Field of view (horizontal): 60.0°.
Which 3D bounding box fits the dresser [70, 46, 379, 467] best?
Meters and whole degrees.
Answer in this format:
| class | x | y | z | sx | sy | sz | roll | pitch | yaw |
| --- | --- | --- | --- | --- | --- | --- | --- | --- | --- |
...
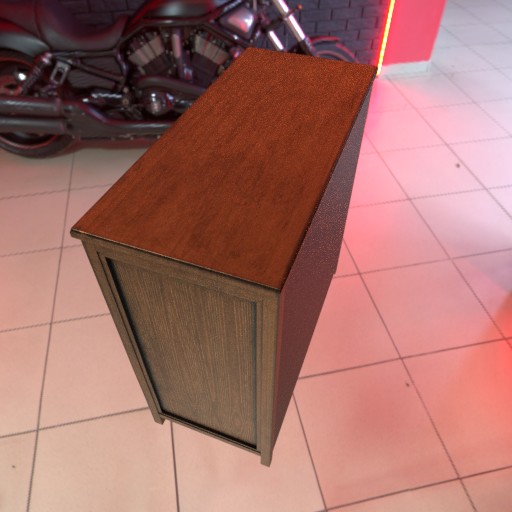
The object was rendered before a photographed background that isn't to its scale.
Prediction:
| class | x | y | z | sx | sy | sz | roll | pitch | yaw |
| --- | --- | --- | --- | --- | --- | --- | --- | --- | --- |
| dresser | 0.000 | 0.000 | 1.906 | 0.591 | 1.224 | 1.250 | 15 | 48 | 14 |
